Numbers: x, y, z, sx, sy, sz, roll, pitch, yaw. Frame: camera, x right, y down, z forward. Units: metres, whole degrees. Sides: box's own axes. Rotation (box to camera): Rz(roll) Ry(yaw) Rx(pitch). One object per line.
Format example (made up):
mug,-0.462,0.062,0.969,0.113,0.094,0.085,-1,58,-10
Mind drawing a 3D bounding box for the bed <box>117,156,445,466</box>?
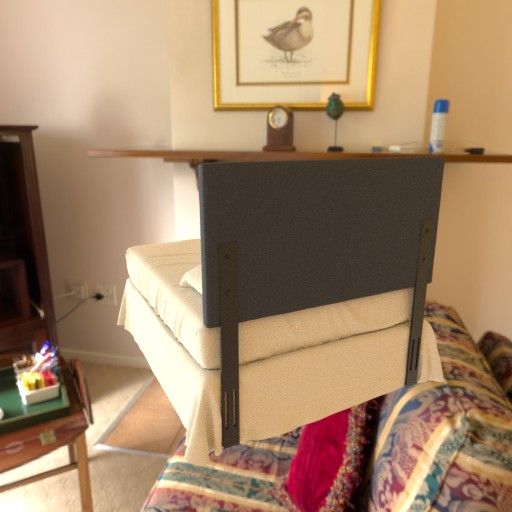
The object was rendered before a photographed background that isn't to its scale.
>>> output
bed,0.000,0.000,3.490,1.936,1.577,2.222,-8,17,-26
